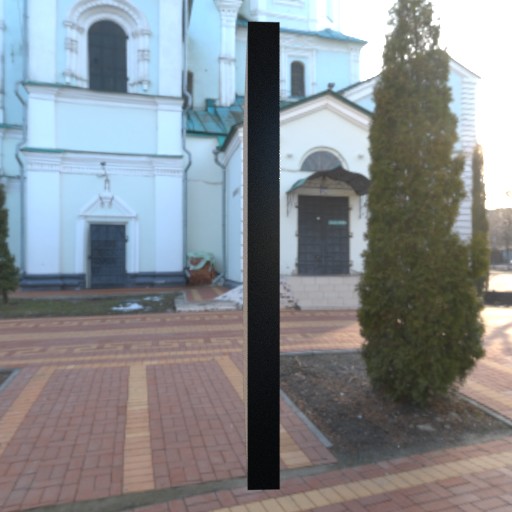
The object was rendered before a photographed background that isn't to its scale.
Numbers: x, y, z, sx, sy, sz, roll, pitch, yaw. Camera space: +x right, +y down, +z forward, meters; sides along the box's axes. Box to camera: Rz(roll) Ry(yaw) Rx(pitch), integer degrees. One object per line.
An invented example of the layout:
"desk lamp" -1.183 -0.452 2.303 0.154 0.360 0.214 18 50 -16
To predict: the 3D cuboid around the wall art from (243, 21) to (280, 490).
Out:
"wall art" 0.000 0.000 0.744 0.038 0.551 0.448 0 0 -2
